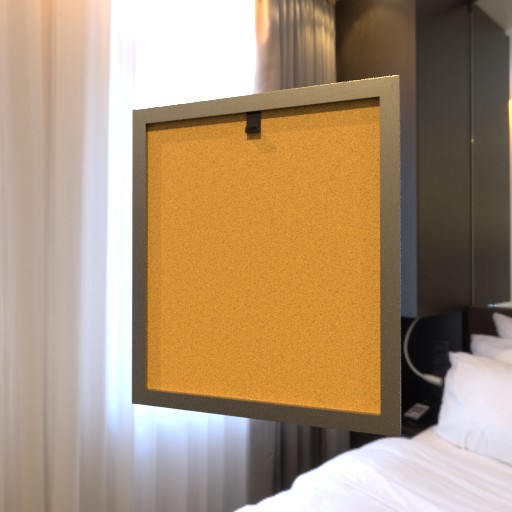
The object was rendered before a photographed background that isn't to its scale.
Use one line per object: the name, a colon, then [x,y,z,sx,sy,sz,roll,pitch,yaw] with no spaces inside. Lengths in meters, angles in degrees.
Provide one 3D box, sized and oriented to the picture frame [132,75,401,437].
picture frame: [0.000,0.000,1.355,0.839,0.968,0.073,0,-1,19]
